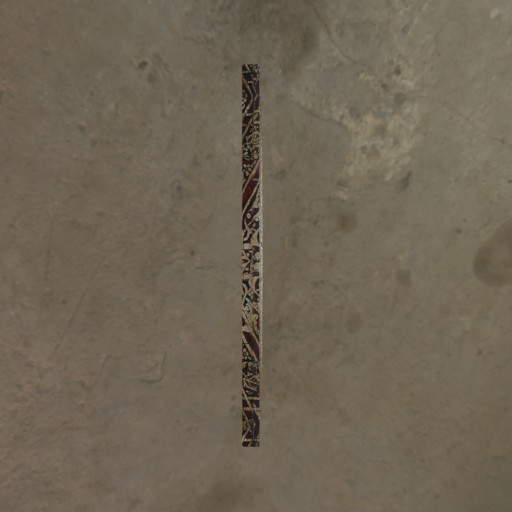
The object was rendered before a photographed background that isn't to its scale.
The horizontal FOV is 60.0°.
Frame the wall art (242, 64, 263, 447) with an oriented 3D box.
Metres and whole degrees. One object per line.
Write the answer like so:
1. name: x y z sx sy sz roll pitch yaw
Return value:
1. wall art: 0.000 0.000 1.146 0.030 0.904 0.599 0 90 1
